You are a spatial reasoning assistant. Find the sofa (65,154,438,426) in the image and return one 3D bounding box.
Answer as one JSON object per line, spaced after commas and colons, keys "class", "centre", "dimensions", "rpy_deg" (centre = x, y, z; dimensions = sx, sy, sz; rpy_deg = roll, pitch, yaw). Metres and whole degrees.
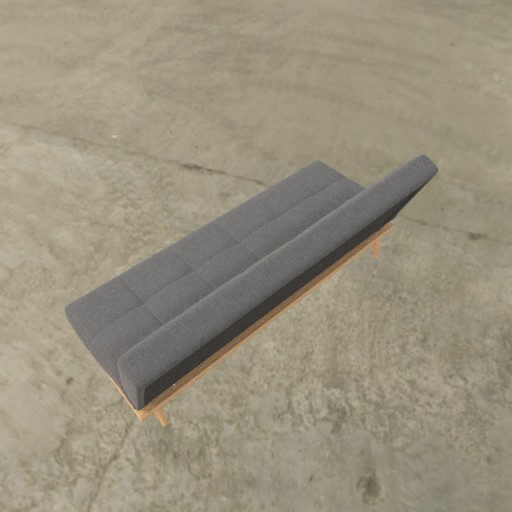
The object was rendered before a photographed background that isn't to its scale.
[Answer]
{"class": "sofa", "centre": [0.000, 0.000, 2.311], "dimensions": [1.820, 0.770, 0.820], "rpy_deg": [-34, 56, -26]}
